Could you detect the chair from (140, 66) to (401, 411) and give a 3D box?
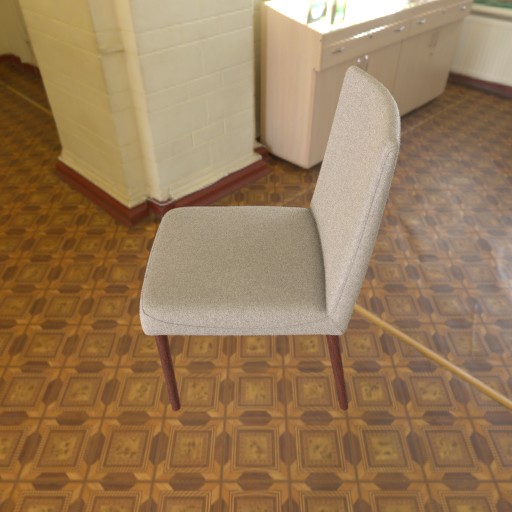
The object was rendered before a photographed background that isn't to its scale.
[{"bbox_3d":[0.000,0.000,1.176,0.570,0.859,0.456,0,40,0],"label":"chair"}]
